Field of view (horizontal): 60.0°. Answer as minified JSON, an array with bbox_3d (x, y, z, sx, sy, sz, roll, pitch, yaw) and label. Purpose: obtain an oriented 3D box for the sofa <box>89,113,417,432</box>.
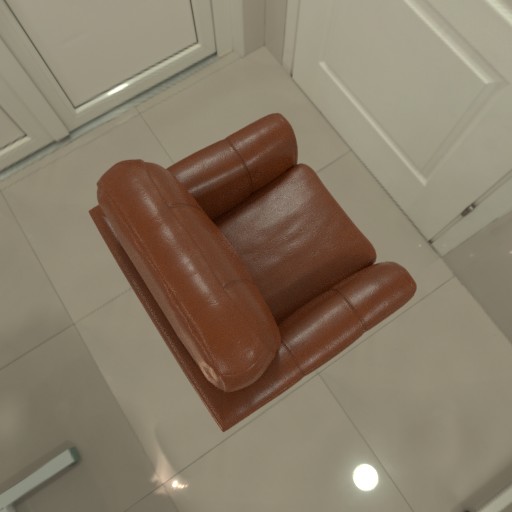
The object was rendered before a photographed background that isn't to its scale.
[{"bbox_3d":[0.000,0.000,1.514,0.789,0.876,0.836,-33,76,-9],"label":"sofa"}]
